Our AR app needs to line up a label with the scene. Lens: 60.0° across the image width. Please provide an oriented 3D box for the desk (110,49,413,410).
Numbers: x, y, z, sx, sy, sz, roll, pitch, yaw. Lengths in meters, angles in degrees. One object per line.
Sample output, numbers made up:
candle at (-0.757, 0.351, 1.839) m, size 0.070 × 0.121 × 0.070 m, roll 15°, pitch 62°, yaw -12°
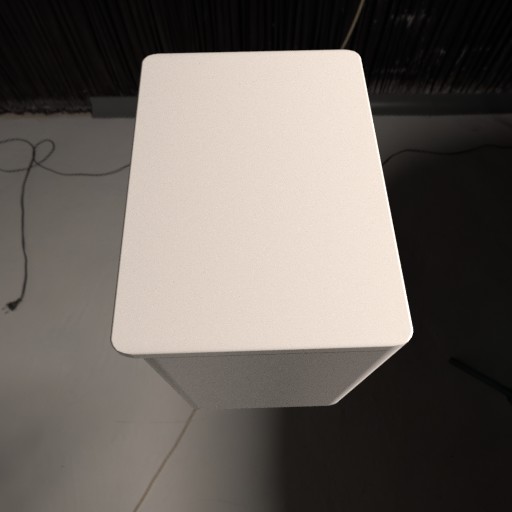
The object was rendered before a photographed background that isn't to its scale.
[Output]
desk at (0.000, 0.000, 1.314) m, size 0.549 × 0.800 × 0.762 m, roll -2°, pitch 64°, yaw -1°
